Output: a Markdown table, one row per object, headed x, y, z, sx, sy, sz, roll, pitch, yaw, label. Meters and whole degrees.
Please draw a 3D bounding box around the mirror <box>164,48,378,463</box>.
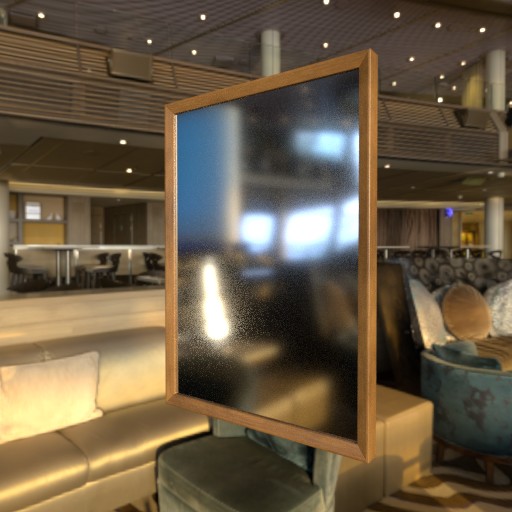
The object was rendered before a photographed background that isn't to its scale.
| x | y | z | sx | sy | sz | roll | pitch | yaw | label |
| --- | --- | --- | --- | --- | --- | --- | --- | --- | --- |
| 0.000 | 0.000 | 0.922 | 0.508 | 0.711 | 0.039 | 1 | 1 | 36 | mirror |
